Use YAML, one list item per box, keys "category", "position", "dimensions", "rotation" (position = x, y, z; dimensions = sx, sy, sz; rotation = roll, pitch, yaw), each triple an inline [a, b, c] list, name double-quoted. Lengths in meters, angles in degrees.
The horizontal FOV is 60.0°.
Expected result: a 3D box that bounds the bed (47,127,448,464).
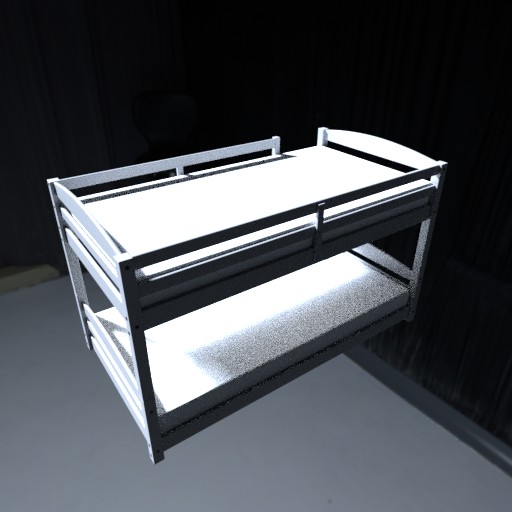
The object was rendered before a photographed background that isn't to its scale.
- category: "bed"
  position: [0.000, 0.000, 2.789]
  dimensions: [2.013, 1.206, 1.105]
  rotation: [-19, 35, -30]
